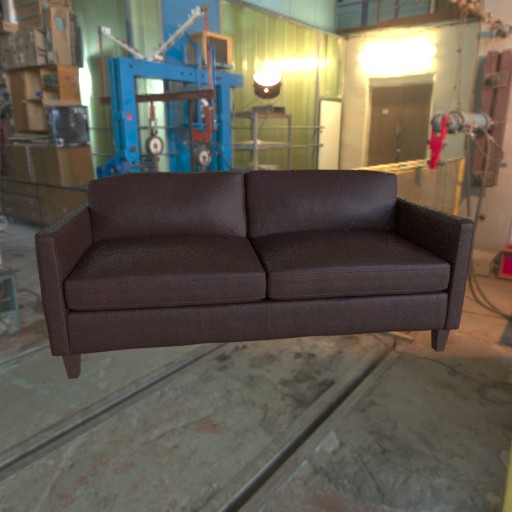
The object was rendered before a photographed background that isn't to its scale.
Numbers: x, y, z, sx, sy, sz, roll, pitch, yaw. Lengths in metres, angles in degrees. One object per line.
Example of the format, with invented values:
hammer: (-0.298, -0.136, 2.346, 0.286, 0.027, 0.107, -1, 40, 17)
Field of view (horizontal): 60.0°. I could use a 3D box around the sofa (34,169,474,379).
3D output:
sofa: (0.000, 0.000, 2.395, 1.971, 0.863, 0.923, -2, 16, -8)
